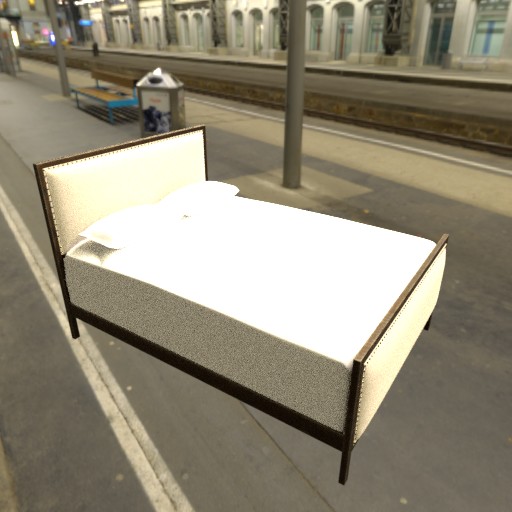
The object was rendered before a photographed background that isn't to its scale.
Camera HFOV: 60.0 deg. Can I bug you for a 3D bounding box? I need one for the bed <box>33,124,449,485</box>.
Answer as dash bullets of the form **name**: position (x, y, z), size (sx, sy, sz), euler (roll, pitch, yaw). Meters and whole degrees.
- **bed**: position (0.000, 0.000, 3.052), size (2.221, 1.313, 1.607), euler (17, 31, 30)
